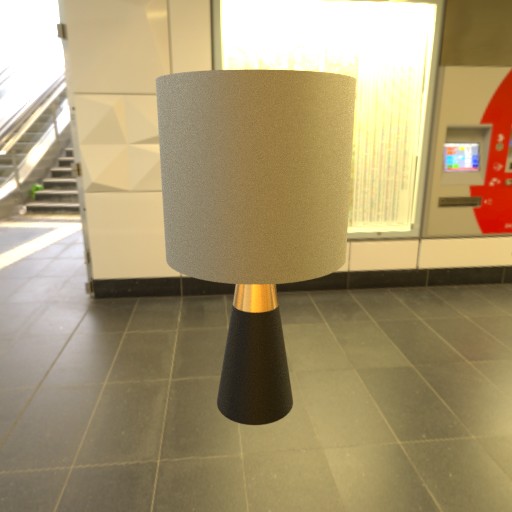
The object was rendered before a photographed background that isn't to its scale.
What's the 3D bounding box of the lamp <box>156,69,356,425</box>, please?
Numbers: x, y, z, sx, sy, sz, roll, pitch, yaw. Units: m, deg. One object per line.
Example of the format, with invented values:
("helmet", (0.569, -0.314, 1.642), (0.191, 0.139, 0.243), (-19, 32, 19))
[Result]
("lamp", (0.000, 0.000, 0.773), (0.308, 0.580, 0.308), (-8, 18, -25))
